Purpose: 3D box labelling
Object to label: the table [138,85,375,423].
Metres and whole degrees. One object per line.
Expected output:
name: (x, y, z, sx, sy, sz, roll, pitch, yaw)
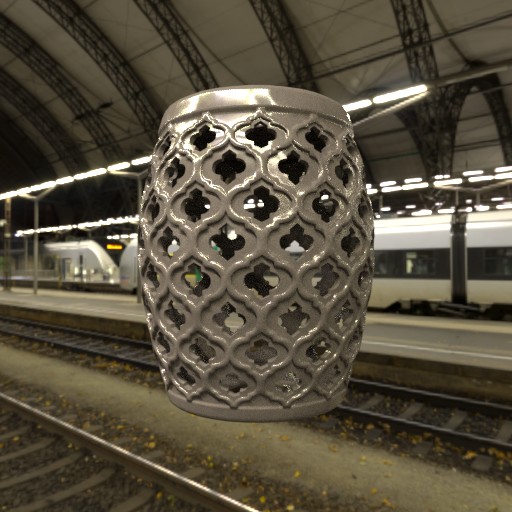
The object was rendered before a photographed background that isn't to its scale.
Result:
table: (0.000, 0.000, 0.628, 0.325, 0.388, 0.325, 0, -1, 0)
